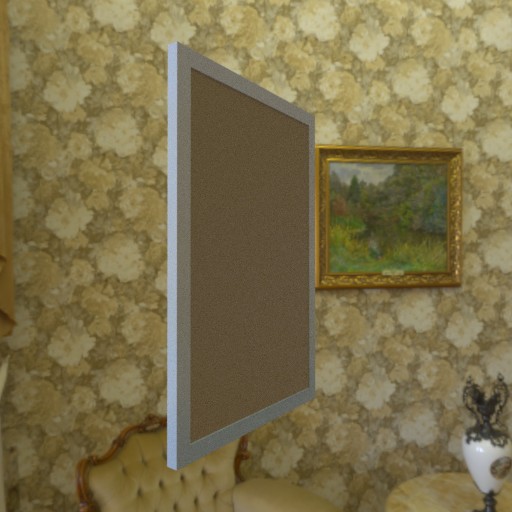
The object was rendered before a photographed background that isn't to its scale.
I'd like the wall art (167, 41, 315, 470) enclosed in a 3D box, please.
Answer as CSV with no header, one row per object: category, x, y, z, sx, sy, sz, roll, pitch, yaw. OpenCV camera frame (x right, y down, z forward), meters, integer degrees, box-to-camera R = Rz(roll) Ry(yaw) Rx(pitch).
wall art,0.000,0.000,1.498,0.038,1.143,0.764,0,-1,36
